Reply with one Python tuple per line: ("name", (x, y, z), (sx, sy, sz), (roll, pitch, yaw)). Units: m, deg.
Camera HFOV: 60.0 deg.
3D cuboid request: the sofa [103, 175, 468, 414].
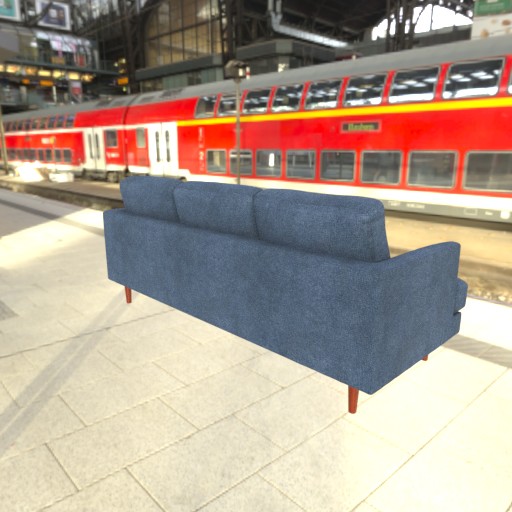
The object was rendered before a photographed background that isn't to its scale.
("sofa", (0.000, 0.000, 2.742), (0.903, 0.930, 2.246), (-13, 19, -43))
